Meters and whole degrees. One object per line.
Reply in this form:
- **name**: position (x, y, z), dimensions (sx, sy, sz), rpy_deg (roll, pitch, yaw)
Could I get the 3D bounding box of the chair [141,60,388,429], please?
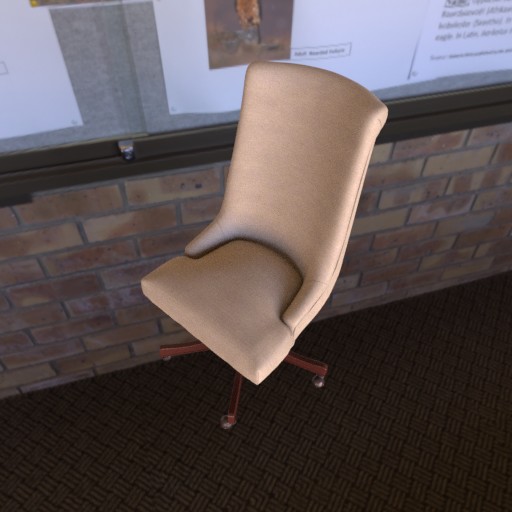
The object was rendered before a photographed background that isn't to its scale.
- **chair**: position (0.000, 0.000, 1.451), dimensions (0.645, 1.010, 0.696), rpy_deg (32, 54, 28)
